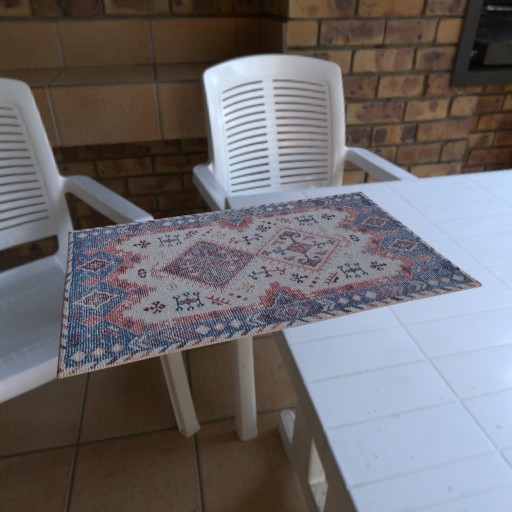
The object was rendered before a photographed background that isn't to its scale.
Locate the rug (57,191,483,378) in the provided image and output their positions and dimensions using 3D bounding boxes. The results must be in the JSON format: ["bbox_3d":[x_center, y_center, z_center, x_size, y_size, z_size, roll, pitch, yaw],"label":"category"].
[{"bbox_3d":[0.000,0.000,3.026,2.464,0.023,1.521,-10,33,-15],"label":"rug"}]
